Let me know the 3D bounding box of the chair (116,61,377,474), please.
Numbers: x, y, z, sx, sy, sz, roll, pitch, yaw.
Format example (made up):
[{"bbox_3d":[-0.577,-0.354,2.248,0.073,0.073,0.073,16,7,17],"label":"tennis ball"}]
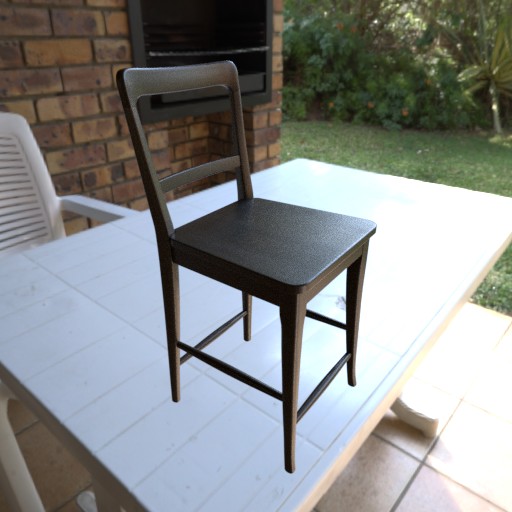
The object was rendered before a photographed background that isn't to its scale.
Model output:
[{"bbox_3d":[0.000,0.000,1.264,0.546,0.991,0.450,18,32,31],"label":"chair"}]
